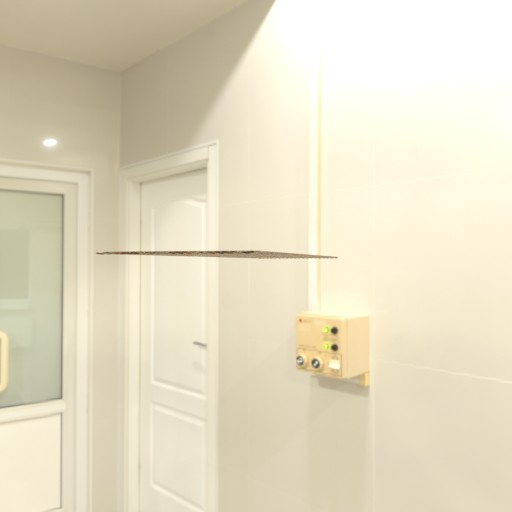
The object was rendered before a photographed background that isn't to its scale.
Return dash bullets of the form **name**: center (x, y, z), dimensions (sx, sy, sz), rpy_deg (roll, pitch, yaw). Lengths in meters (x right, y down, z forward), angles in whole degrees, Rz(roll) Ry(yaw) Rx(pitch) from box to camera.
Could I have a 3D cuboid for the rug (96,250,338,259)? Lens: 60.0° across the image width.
- **rug**: center (0.000, 0.000, 2.912), dimensions (1.324, 0.018, 2.378), rpy_deg (-1, -1, 35)
